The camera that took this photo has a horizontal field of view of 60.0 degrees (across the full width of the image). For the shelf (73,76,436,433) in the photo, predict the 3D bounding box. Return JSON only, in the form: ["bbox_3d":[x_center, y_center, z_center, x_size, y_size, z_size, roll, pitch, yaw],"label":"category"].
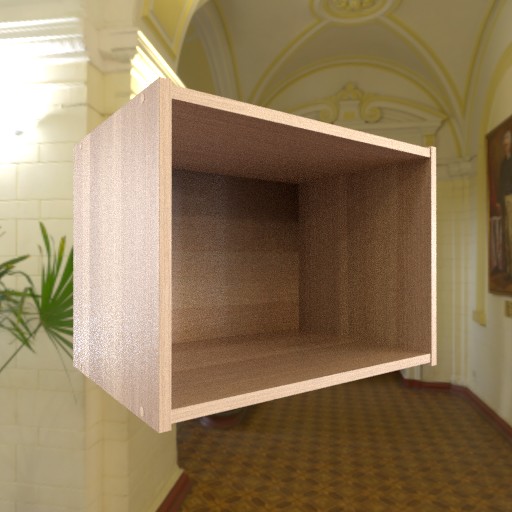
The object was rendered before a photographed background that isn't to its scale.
[{"bbox_3d":[0.000,0.000,0.617,0.415,0.305,0.290,0,0,-36],"label":"shelf"}]
